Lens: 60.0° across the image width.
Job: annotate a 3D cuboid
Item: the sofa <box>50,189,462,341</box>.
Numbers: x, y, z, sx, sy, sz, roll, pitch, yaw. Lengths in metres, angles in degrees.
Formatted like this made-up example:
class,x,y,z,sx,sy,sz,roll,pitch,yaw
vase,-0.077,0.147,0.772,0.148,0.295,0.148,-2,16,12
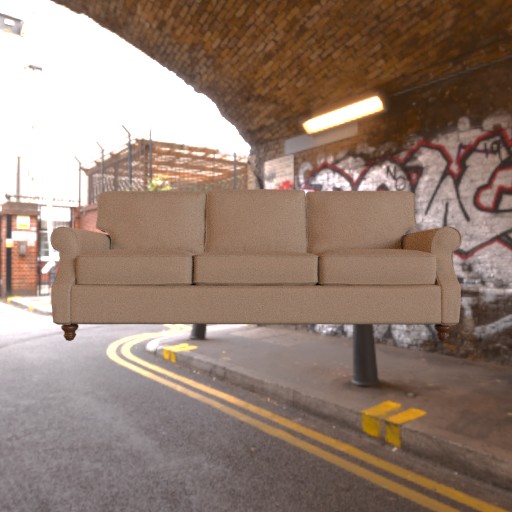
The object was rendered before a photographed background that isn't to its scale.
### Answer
class,x,y,z,sx,sy,sz,roll,pitch,yaw
sofa,0.000,0.000,2.843,2.354,0.948,0.966,0,-1,0
